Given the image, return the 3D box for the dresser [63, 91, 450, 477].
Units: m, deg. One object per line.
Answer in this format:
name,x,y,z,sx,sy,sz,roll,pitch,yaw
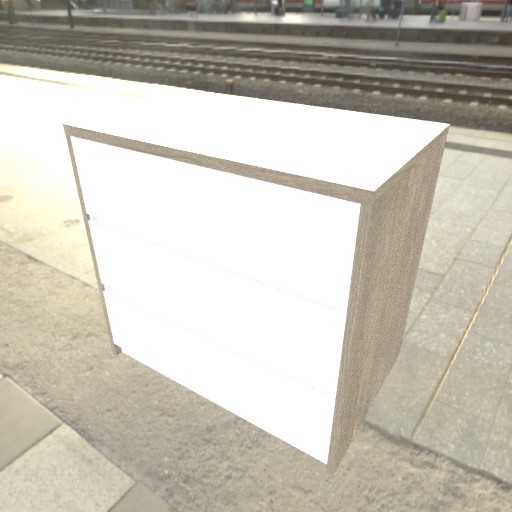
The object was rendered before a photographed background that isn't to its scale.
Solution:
dresser,0.000,0.000,1.297,0.809,0.762,0.529,18,35,28
